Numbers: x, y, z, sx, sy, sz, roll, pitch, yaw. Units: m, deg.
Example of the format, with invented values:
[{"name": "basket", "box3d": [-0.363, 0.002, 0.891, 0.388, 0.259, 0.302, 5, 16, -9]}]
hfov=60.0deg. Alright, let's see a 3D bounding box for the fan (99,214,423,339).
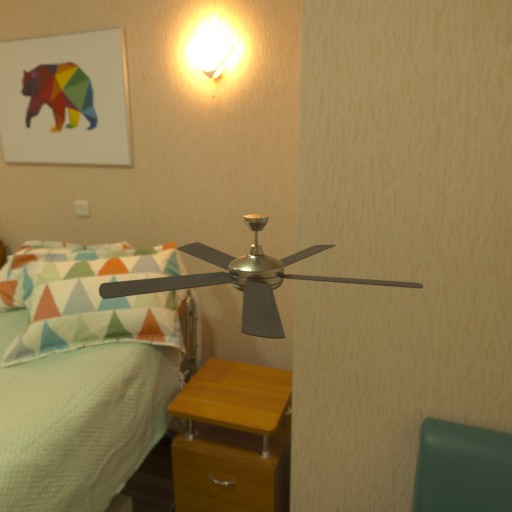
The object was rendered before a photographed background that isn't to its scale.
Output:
[{"name": "fan", "box3d": [0.000, 0.000, 1.971, 1.321, 0.356, 1.321, -3, 15, -11]}]
